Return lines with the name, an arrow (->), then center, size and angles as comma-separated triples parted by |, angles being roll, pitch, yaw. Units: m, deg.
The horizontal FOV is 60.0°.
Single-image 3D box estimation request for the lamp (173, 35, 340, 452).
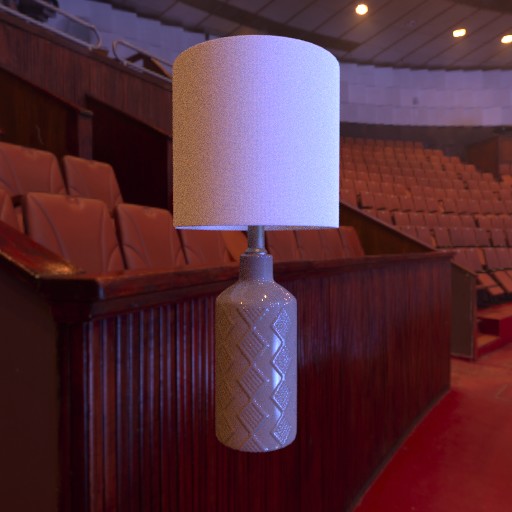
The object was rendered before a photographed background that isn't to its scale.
lamp -> 0.000, 0.000, 0.565 | 0.207, 0.461, 0.207 | 1, 2, 19
